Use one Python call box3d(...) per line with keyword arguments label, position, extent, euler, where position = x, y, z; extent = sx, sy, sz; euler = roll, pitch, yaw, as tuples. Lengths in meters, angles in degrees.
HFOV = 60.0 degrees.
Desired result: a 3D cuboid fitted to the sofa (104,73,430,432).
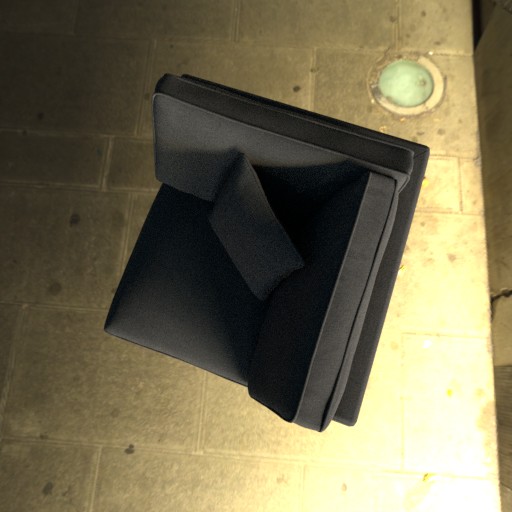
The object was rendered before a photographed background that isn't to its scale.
box3d(label="sofa", position=(0.000, 0.000, 1.967), extent=(1.084, 1.002, 1.146), euler=(18, 78, 4))
